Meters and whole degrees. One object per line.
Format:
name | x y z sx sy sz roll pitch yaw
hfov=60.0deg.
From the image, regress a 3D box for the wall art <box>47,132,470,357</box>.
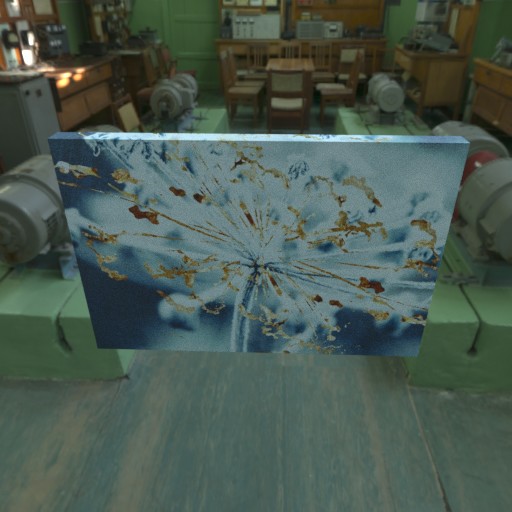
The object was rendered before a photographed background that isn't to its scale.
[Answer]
wall art | 0.000 0.000 0.755 0.607 0.405 0.036 1 31 2
